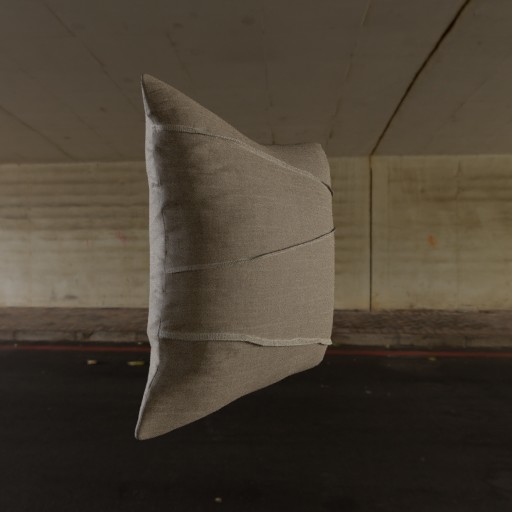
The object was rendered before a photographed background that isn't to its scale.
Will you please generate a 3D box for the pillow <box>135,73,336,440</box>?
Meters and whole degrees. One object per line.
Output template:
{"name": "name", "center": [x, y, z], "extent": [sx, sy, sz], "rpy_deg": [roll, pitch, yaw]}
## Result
{"name": "pillow", "center": [0.000, 0.000, 0.640], "extent": [0.169, 0.400, 0.424], "rpy_deg": [1, 1, 36]}
